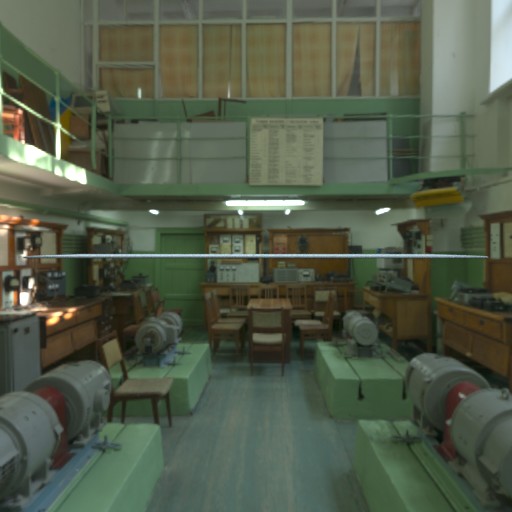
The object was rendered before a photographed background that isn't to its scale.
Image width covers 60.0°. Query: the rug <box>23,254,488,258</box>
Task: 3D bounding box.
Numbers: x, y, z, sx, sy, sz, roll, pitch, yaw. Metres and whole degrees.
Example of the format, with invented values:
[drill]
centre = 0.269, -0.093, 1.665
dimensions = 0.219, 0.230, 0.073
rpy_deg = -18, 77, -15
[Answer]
[rug]
centre = 0.000, 0.000, 2.419
dimensions = 2.196, 0.011, 0.662
rpy_deg = 0, 1, 0
